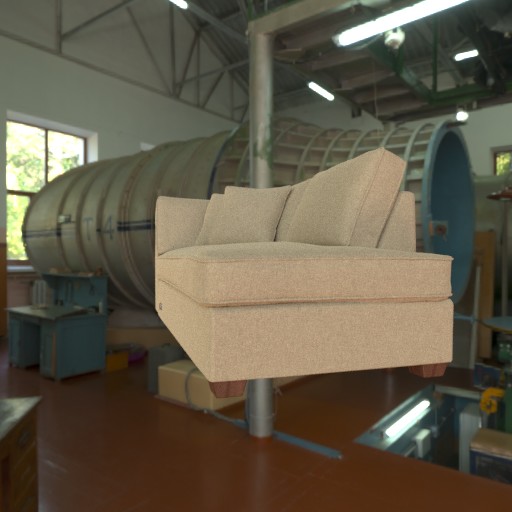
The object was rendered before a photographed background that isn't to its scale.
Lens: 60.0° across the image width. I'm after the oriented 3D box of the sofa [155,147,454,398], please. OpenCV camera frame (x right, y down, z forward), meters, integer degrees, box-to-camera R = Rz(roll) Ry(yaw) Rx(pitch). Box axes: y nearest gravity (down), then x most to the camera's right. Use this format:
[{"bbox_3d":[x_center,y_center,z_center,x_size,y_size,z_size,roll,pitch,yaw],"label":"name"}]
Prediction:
[{"bbox_3d":[0.000,0.000,2.769,1.110,1.033,2.237,0,0,-18],"label":"sofa"}]
